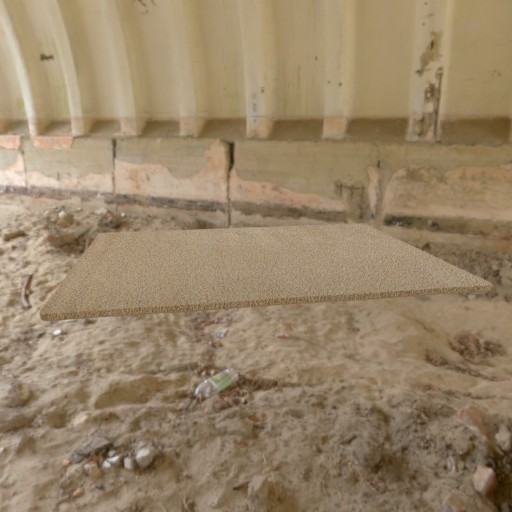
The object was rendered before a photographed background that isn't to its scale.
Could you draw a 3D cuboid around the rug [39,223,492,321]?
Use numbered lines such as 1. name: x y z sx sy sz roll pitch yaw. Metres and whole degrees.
1. rug: 0.000 0.000 2.080 1.600 0.025 1.199 -3 16 -10
